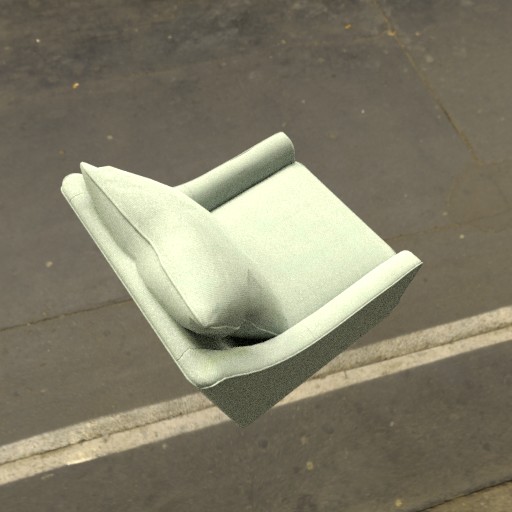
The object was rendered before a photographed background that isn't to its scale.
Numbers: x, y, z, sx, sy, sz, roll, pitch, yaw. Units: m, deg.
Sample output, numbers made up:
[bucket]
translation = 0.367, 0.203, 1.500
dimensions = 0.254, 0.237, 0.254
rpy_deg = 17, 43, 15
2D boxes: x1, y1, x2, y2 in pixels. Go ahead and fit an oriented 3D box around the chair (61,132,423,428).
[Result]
[chair]
translation = 0.000, 0.000, 1.543
dimensions = 0.870, 0.926, 0.760
rpy_deg = -33, 65, -18
